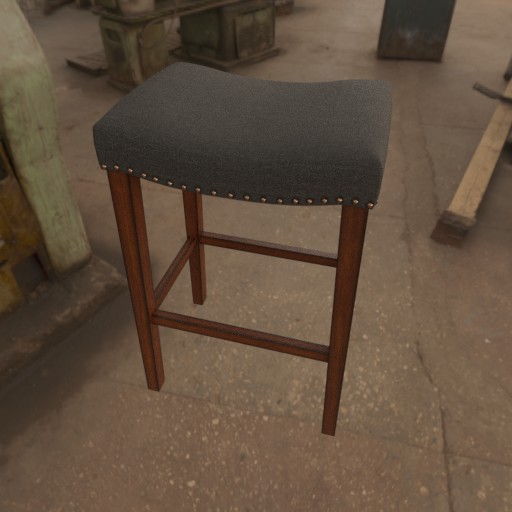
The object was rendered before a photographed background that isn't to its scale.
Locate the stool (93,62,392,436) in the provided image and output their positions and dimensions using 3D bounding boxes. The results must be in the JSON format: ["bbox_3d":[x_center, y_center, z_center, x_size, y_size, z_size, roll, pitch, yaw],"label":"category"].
[{"bbox_3d":[0.000,0.000,1.033,0.502,0.760,0.366,10,41,12],"label":"stool"}]
